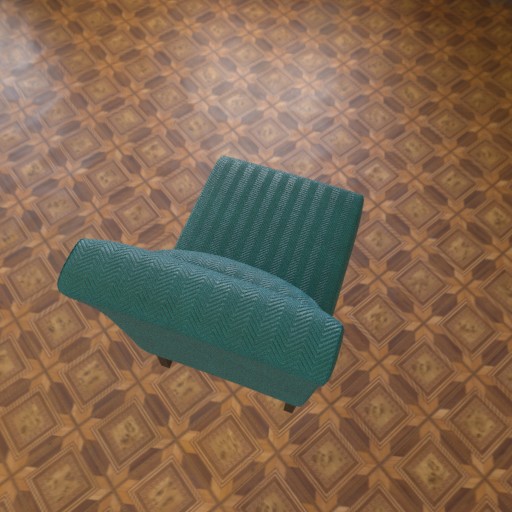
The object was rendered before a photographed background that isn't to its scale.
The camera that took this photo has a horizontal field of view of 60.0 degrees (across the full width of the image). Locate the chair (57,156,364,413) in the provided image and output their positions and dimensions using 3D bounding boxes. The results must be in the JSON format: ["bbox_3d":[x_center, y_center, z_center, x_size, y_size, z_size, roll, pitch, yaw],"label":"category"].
[{"bbox_3d":[0.000,0.000,1.386,0.579,0.927,0.808,18,65,8],"label":"chair"}]
